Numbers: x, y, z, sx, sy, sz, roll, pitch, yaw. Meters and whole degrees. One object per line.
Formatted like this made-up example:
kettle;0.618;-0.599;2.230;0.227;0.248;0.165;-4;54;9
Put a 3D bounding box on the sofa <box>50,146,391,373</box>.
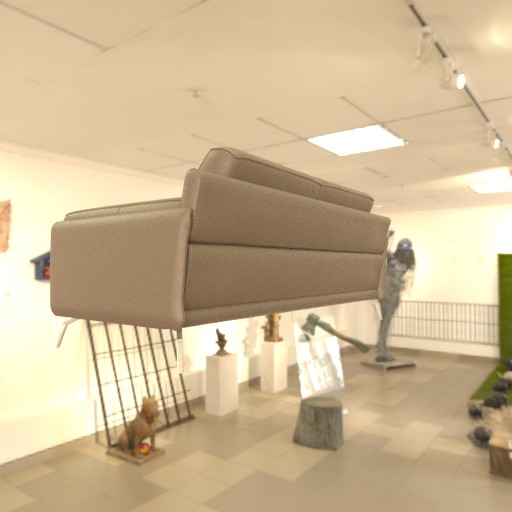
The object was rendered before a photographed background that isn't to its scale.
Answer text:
sofa;0.000;0.000;2.666;1.049;0.930;2.101;-1;-2;36
